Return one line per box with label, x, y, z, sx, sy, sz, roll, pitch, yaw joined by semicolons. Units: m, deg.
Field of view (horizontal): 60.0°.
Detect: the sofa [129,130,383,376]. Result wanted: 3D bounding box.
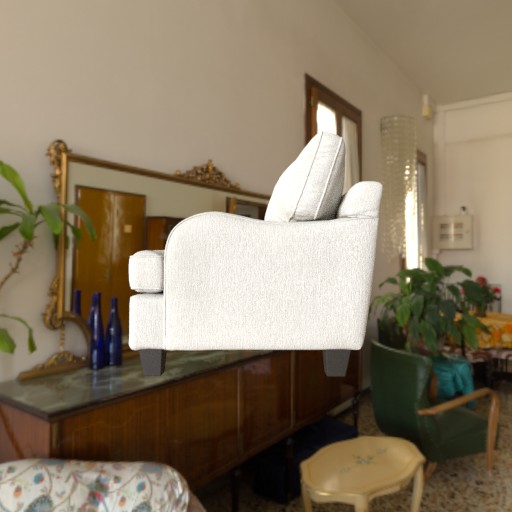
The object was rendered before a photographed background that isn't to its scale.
sofa;0.000;0.000;2.867;1.016;0.991;2.323;0;-1;0
